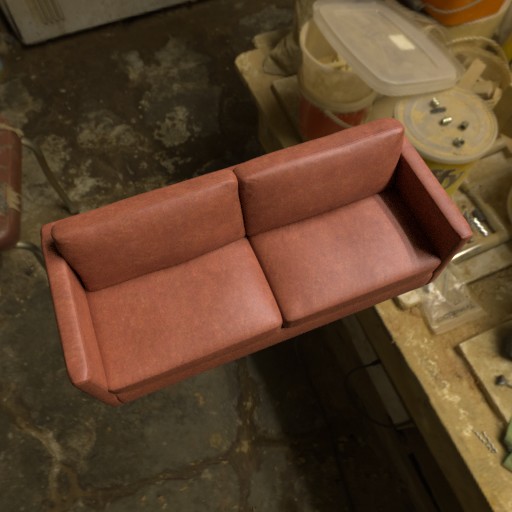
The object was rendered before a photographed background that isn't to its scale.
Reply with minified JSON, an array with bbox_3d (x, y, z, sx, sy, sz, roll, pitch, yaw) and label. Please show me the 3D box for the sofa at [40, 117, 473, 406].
[{"bbox_3d":[0.000,0.000,2.655,2.204,0.932,0.950,-19,65,-10],"label":"sofa"}]
